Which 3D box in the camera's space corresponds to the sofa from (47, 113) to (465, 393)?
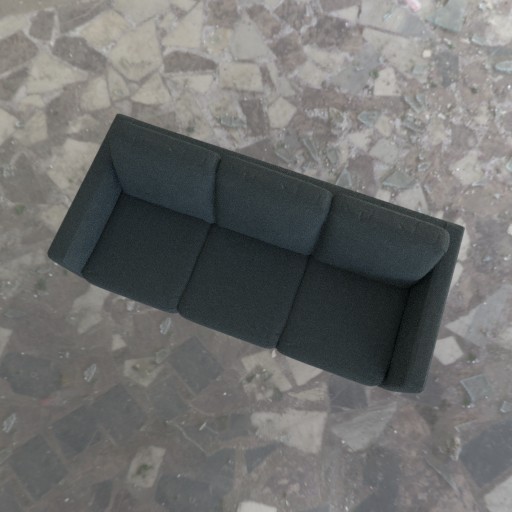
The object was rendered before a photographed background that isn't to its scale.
[{"bbox_3d":[0.000,0.000,2.533,2.013,0.945,0.935,19,76,5],"label":"sofa"}]
